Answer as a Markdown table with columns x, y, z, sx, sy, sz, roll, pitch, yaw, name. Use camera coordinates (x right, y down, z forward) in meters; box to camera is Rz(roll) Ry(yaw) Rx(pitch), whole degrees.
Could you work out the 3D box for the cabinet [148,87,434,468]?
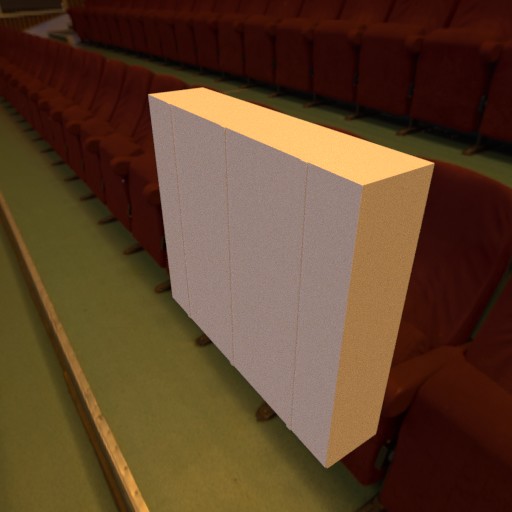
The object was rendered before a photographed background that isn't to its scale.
| x | y | z | sx | sy | sz | roll | pitch | yaw | name |
| --- | --- | --- | --- | --- | --- | --- | --- | --- | --- |
| 0.000 | 0.000 | 3.930 | 0.590 | 2.370 | 2.700 | -20 | 36 | -29 | cabinet |
